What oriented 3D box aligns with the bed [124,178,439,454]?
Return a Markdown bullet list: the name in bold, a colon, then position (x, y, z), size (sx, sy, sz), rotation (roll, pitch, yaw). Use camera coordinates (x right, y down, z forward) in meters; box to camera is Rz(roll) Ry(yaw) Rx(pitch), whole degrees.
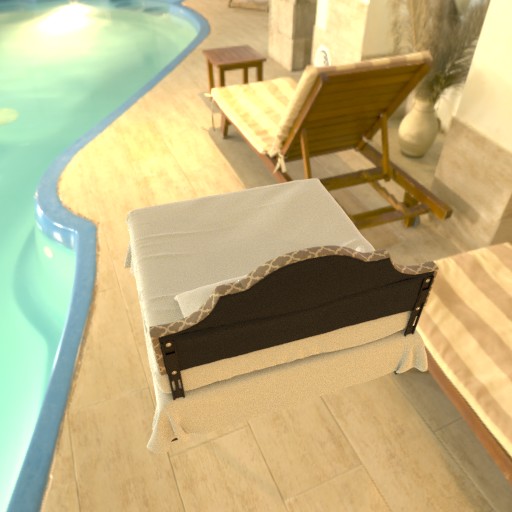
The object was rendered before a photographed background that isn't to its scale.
- **bed**: position (0.000, 0.000, 3.771), size (2.314, 1.601, 2.222), rotation (-12, 42, -13)
